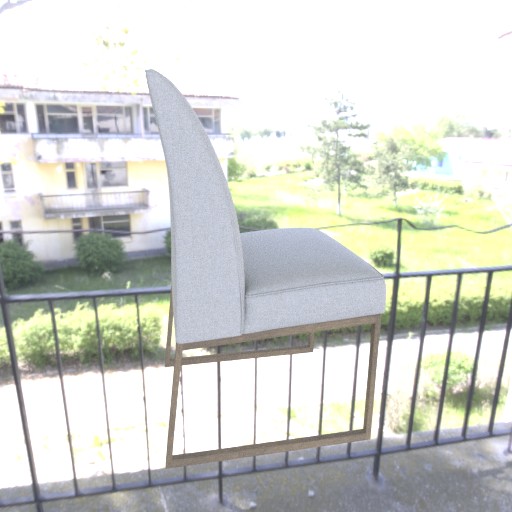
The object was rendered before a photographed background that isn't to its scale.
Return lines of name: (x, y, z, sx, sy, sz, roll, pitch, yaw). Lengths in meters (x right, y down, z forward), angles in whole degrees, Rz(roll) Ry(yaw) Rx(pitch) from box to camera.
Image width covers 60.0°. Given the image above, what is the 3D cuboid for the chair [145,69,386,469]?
chair: (0.000, 0.000, 1.175, 0.522, 0.863, 0.508, -3, 17, -11)
